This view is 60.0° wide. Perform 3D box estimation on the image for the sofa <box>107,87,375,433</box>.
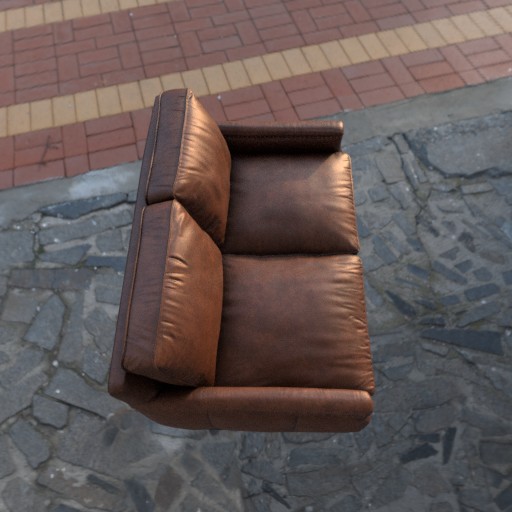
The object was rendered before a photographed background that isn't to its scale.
[{"bbox_3d":[0.000,0.000,2.252,1.083,1.003,1.628,1,62,0],"label":"sofa"}]
